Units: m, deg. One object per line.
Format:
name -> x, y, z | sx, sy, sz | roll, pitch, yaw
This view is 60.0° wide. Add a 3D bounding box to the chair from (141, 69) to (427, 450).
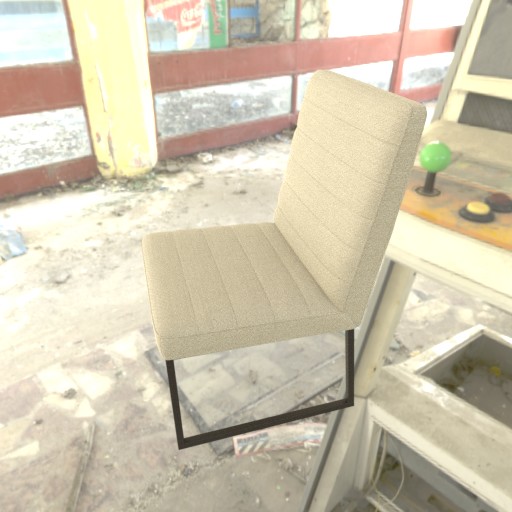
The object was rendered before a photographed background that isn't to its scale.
chair -> 0.000, 0.000, 1.289 | 0.634, 0.930, 0.520 | -9, 32, -14
